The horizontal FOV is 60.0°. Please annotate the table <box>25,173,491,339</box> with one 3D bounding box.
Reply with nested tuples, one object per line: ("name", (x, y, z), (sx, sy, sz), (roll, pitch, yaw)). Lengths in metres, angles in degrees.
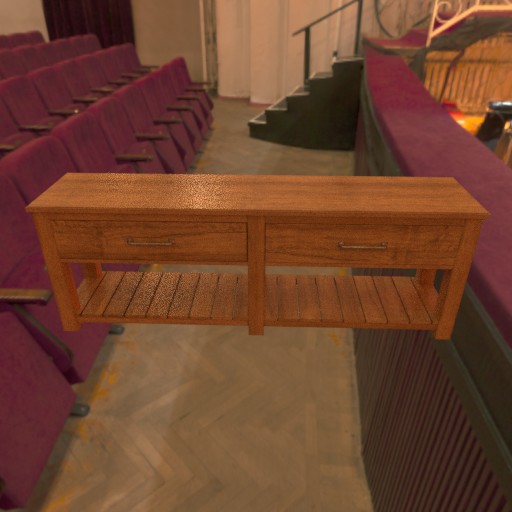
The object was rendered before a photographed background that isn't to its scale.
("table", (0.000, 0.000, 2.052), (1.815, 0.635, 0.425), (1, 30, 2))
